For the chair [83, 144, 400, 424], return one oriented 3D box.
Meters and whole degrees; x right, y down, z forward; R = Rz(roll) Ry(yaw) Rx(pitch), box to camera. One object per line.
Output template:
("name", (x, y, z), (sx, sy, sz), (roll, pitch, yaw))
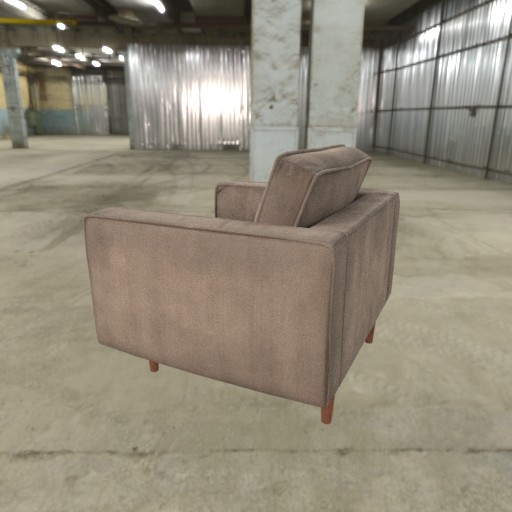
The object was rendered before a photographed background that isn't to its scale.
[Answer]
("chair", (0.000, 0.000, 1.597), (0.843, 0.773, 0.928), (8, 19, 25))
